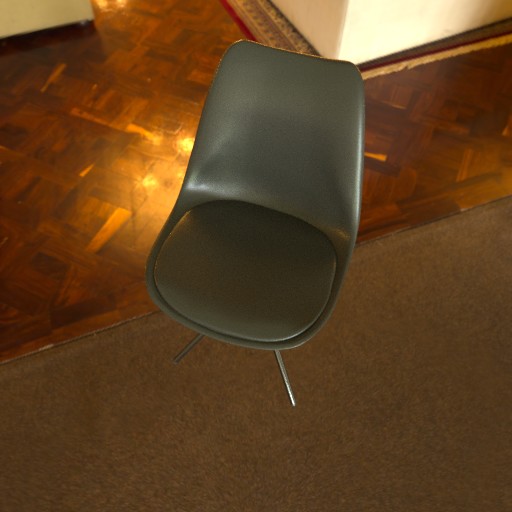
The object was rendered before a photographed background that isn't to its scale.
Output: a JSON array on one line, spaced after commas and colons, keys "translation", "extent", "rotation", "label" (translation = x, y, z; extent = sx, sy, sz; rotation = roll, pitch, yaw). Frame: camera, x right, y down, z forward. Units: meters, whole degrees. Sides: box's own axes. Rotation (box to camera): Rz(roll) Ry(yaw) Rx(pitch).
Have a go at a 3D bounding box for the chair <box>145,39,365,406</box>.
[{"translation": [0.000, 0.000, 1.144], "extent": [0.461, 0.850, 0.525], "rotation": [17, 59, 10], "label": "chair"}]
